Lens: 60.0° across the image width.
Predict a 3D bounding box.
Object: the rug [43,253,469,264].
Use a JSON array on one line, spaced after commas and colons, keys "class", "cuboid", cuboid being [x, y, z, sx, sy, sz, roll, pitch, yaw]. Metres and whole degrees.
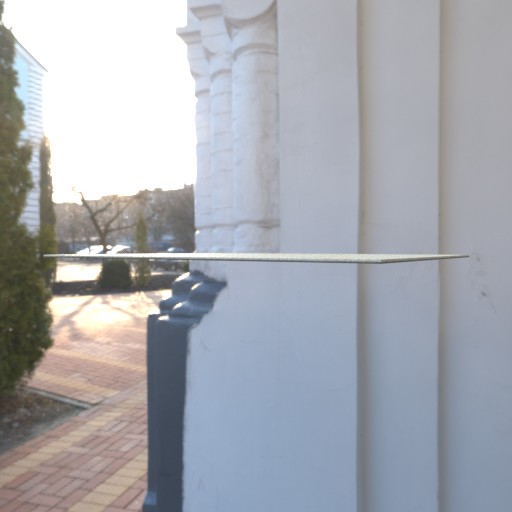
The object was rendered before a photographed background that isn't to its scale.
[{"class": "rug", "cuboid": [0.000, 0.000, 2.724, 2.132, 0.015, 1.526, 1, 1, 36]}]
